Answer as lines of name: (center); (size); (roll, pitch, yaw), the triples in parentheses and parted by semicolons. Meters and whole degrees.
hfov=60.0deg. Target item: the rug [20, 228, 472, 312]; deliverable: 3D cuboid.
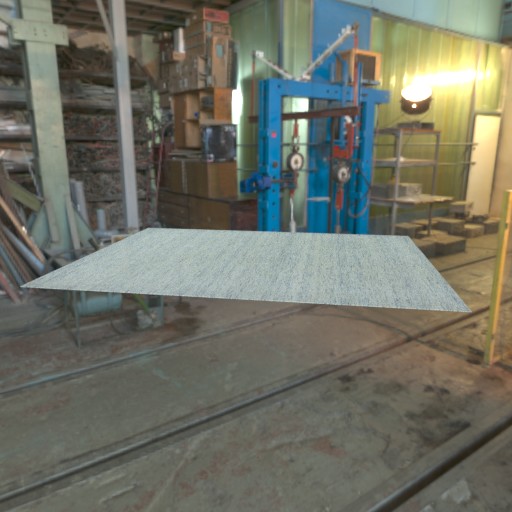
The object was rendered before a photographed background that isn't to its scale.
rug: (0.000, 0.000, 4.255); (3.197, 0.006, 2.438); (2, 14, 9)
